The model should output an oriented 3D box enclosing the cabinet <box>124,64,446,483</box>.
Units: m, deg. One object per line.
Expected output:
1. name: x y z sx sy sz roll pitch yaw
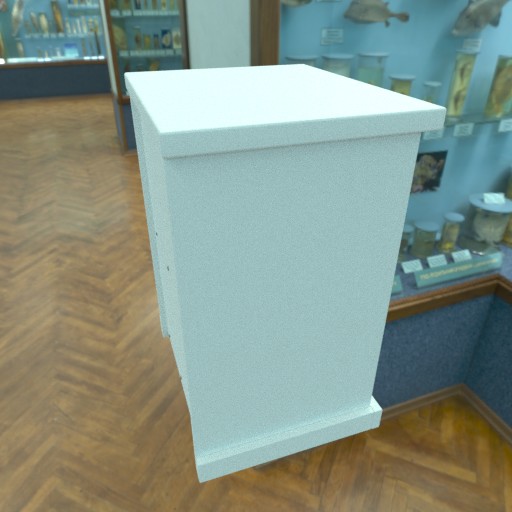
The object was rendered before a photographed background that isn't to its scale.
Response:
1. cabinet: 0.000 0.000 1.000 0.431 0.723 0.520 -10 32 -16
